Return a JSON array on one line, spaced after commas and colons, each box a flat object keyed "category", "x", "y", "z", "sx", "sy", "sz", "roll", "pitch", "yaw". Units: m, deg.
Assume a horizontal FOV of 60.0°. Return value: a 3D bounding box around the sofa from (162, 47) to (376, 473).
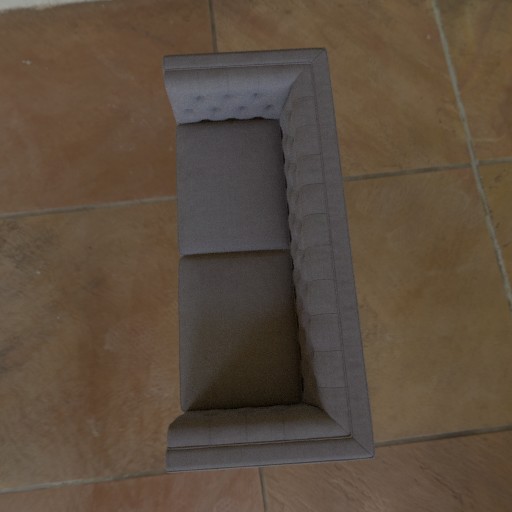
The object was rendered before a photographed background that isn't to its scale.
[{"category": "sofa", "x": 0.000, "y": 0.000, "z": 2.193, "sx": 0.775, "sy": 0.762, "sz": 1.778, "roll": -3, "pitch": 75, "yaw": -1}]
